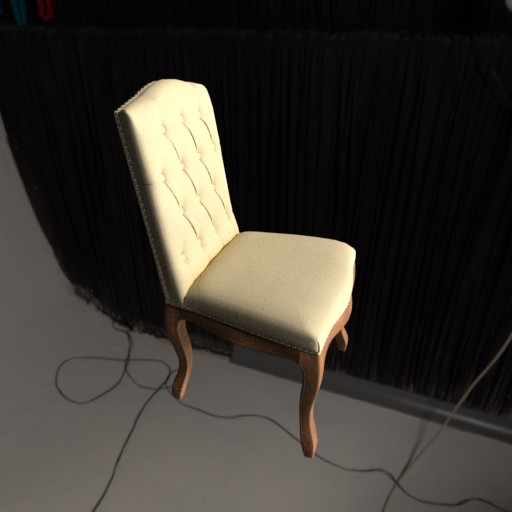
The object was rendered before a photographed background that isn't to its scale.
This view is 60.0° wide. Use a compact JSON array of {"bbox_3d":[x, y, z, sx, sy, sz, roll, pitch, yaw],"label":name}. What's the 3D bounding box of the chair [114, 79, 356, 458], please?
[{"bbox_3d":[0.000,0.000,1.600,0.715,1.165,0.623,11,32,18],"label":"chair"}]
